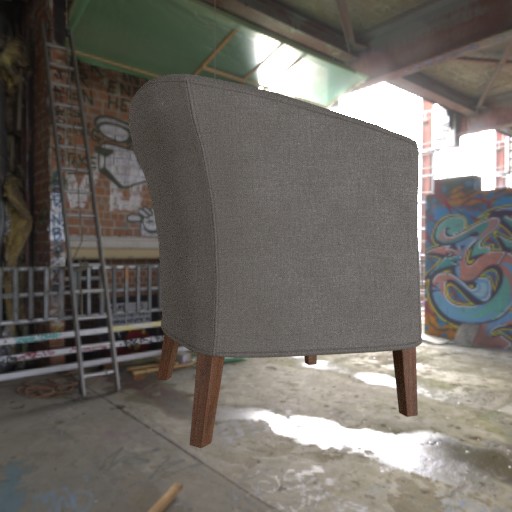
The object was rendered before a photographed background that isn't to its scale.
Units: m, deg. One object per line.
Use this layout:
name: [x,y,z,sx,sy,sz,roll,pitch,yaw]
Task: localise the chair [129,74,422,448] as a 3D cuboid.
chair: [0.000,0.000,1.219,0.668,0.771,0.600,0,1,-20]
